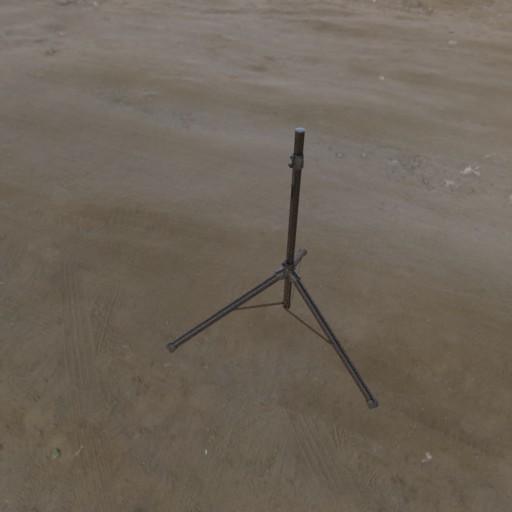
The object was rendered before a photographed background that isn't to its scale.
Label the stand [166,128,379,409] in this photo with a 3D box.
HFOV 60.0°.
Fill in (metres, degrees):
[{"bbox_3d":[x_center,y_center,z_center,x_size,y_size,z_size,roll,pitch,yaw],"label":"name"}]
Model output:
[{"bbox_3d":[0.000,0.000,1.878,0.907,1.136,1.045,-9,46,-9],"label":"stand"}]
